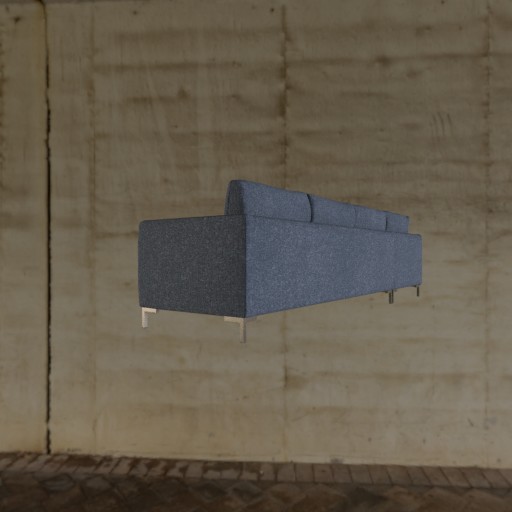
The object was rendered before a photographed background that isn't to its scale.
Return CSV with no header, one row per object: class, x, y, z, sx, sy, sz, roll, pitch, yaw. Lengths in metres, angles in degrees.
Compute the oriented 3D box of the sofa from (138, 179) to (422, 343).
sofa,0.000,0.000,3.847,2.007,0.815,2.949,0,0,36
